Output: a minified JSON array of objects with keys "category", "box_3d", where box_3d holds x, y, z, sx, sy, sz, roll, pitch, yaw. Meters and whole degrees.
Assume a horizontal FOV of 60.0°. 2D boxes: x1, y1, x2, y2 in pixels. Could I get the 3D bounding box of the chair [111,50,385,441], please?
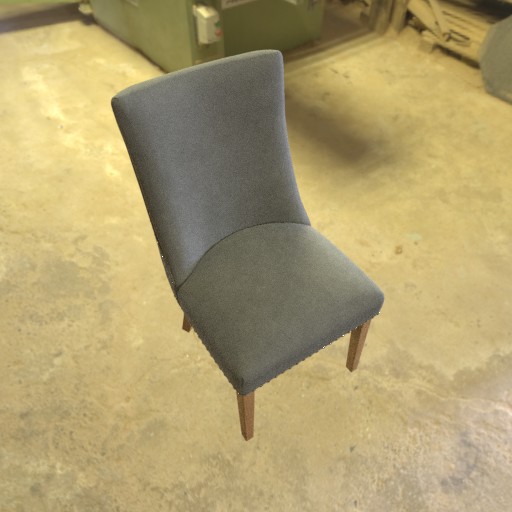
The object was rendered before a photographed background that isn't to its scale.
[{"category":"chair","box_3d":[0.000,0.000,1.279,0.495,0.902,0.610,-26,53,-22]}]
